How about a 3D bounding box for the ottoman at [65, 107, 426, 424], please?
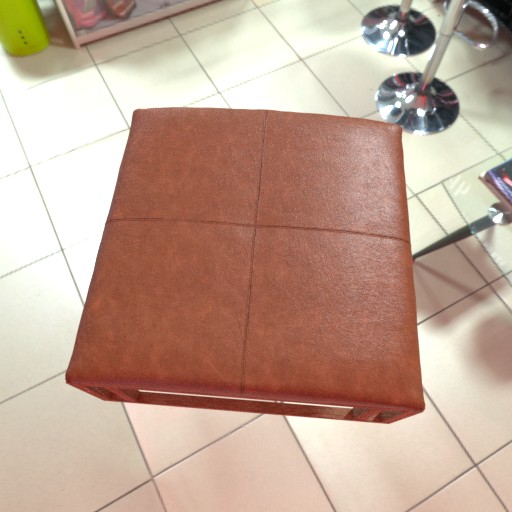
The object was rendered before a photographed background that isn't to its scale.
[{"bbox_3d":[0.000,0.000,1.581,1.013,0.442,1.016,4,64,2],"label":"ottoman"}]
